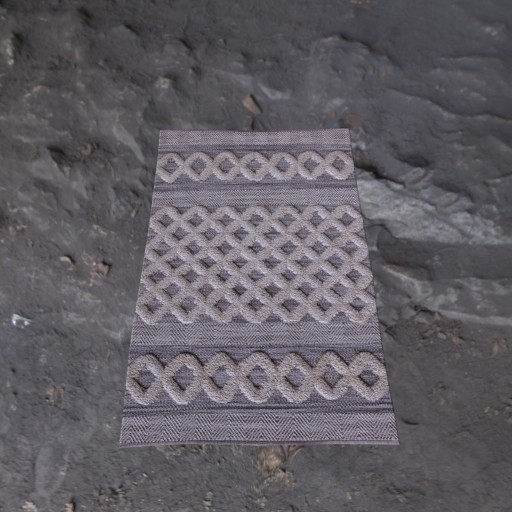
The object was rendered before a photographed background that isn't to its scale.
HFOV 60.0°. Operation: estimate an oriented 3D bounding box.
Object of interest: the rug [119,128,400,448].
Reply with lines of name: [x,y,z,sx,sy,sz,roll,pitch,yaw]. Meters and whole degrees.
rug: [0.000,0.000,2.939,1.513,0.033,2.333,-1,60,0]
